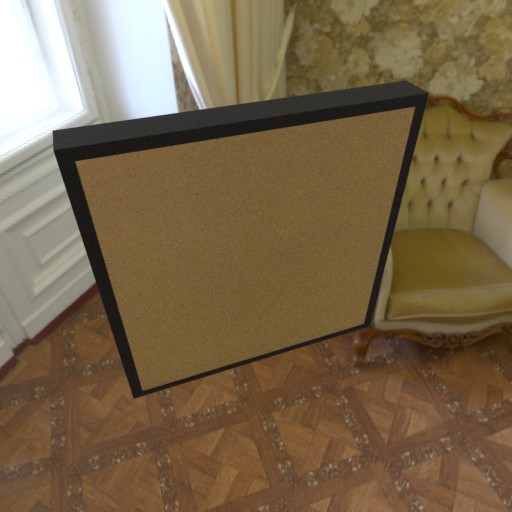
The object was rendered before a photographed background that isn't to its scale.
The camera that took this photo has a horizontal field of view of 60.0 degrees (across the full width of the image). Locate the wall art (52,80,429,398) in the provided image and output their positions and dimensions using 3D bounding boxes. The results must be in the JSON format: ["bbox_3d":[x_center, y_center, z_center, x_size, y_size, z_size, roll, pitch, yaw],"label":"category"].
[{"bbox_3d":[0.000,0.000,0.451,0.305,0.304,0.033,-13,42,-15],"label":"wall art"}]
